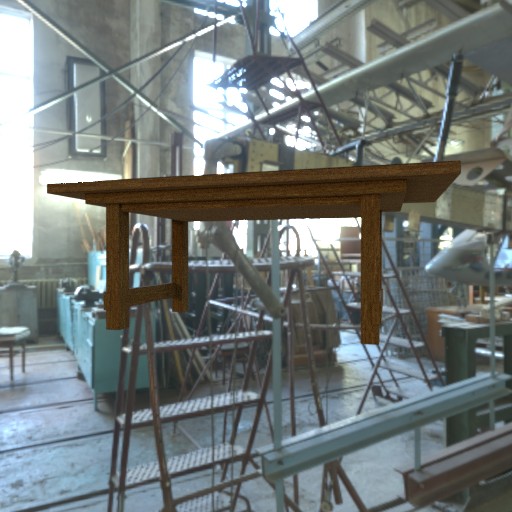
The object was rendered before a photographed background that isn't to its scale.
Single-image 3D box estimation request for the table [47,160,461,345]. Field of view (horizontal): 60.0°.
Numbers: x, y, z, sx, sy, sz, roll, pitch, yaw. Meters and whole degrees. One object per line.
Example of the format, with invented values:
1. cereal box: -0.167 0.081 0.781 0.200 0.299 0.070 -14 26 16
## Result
1. table: 0.000 0.000 2.506 1.982 0.762 1.000 0 0 17
